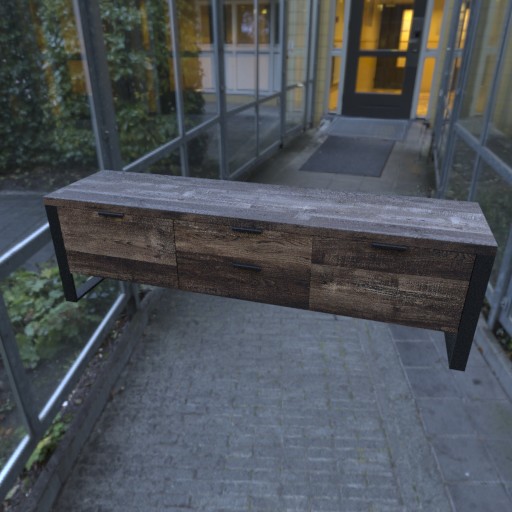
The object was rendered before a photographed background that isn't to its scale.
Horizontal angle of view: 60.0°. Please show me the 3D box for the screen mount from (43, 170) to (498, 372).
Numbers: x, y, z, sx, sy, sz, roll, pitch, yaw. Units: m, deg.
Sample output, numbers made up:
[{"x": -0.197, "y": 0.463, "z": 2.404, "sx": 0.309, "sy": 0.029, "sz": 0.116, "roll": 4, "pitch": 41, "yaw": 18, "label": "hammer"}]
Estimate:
[{"x": 0.000, "y": 0.000, "z": 1.695, "sx": 1.524, "sy": 0.450, "sz": 0.395, "roll": 7, "pitch": 27, "yaw": 15, "label": "screen mount"}]
